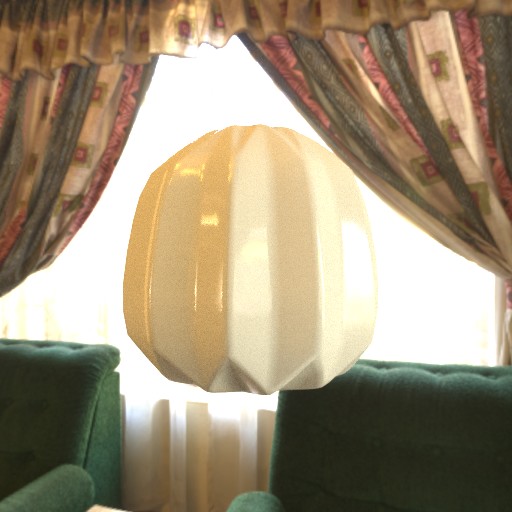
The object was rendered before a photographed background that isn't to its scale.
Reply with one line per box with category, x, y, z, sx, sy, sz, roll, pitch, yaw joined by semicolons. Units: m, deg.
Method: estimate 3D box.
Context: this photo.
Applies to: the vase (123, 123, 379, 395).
vase;0.000;0.000;0.248;0.139;0.134;0.139;0;1;0
